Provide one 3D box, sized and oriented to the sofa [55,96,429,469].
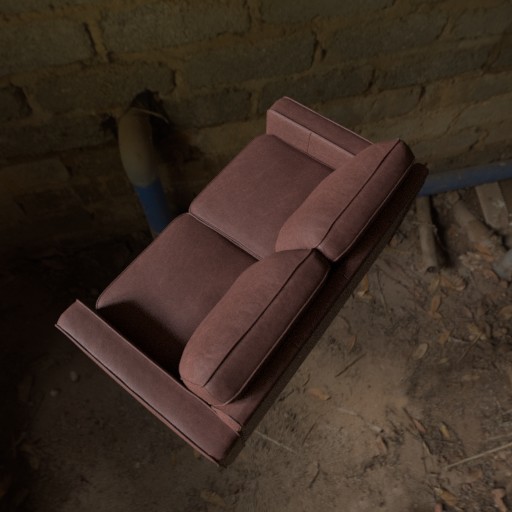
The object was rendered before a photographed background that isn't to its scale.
[{"bbox_3d":[0.000,0.000,2.204,0.947,0.918,1.709,34,68,16],"label":"sofa"}]
